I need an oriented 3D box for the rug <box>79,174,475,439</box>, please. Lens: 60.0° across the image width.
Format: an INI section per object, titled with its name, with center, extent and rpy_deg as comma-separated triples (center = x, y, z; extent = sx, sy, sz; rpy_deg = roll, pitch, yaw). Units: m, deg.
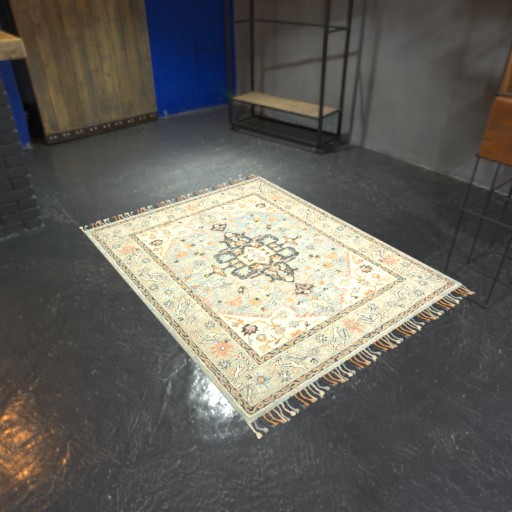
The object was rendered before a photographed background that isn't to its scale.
[rug]
center = 0.000, 0.000, 2.326
extent = 1.278, 0.009, 1.730
rpy_deg = -23, 40, -30
